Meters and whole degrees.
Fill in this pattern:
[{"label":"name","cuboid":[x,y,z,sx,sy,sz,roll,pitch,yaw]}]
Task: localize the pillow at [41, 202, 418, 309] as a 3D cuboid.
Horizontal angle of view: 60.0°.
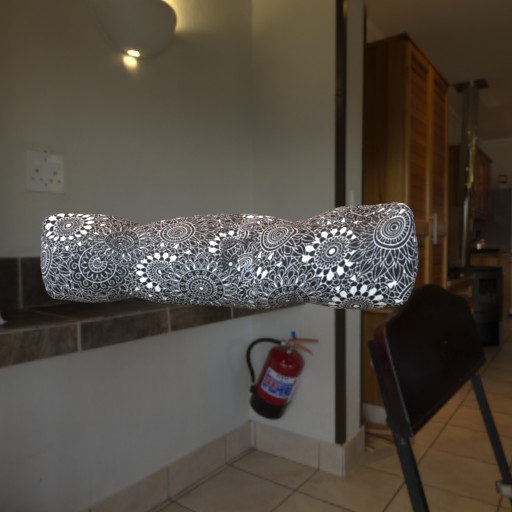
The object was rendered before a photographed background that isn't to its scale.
[{"label":"pillow","cuboid":[0.000,0.000,0.740,0.490,0.128,0.468,0,1,17]}]
